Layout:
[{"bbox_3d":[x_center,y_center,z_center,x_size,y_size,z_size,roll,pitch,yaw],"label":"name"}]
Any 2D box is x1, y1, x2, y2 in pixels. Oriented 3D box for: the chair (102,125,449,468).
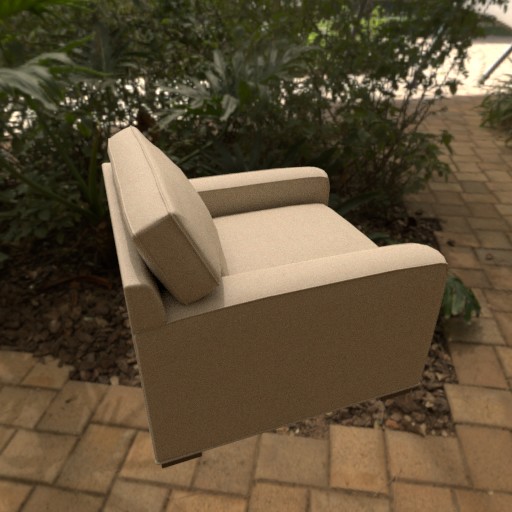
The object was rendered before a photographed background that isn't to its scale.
[{"bbox_3d":[0.000,0.000,1.776,1.043,0.913,0.998,-10,32,-17],"label":"chair"}]
